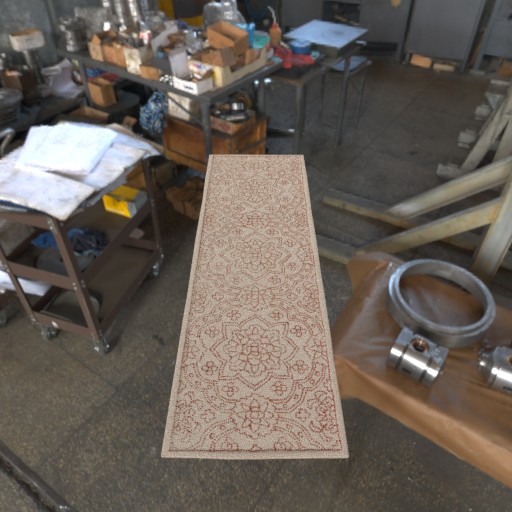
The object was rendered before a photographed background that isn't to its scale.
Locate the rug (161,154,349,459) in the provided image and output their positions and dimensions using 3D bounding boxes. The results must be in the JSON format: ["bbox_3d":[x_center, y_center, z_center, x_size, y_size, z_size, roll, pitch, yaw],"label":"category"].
[{"bbox_3d":[0.000,0.000,2.700,0.769,0.012,2.448,0,42,0],"label":"rug"}]
